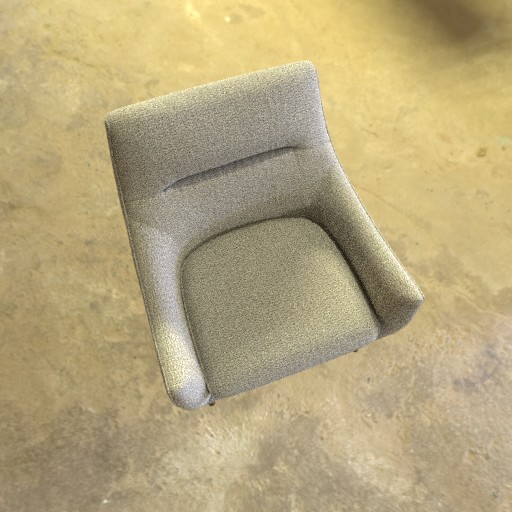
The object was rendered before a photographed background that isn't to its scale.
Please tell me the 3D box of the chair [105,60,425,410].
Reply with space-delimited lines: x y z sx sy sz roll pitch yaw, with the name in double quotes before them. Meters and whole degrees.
"chair" 0.000 0.000 1.460 0.762 0.838 0.787 -18 65 -9
